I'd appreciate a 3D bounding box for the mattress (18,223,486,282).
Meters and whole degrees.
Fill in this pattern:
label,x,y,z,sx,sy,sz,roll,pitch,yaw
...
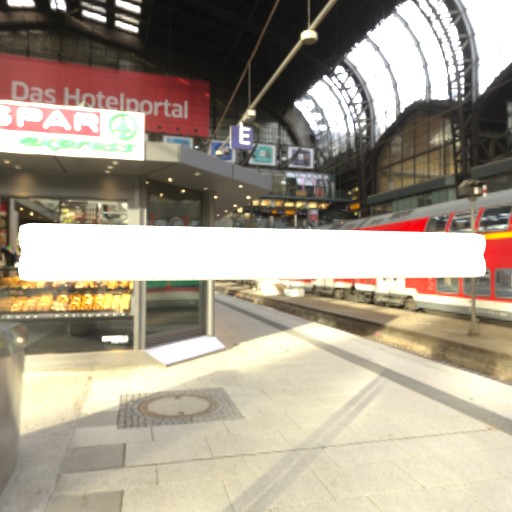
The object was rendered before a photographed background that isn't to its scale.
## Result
label,x,y,z,sx,sy,sz,roll,pitch,yaw
mattress,0.000,0.000,2.159,1.900,0.200,0.900,0,-1,-16
